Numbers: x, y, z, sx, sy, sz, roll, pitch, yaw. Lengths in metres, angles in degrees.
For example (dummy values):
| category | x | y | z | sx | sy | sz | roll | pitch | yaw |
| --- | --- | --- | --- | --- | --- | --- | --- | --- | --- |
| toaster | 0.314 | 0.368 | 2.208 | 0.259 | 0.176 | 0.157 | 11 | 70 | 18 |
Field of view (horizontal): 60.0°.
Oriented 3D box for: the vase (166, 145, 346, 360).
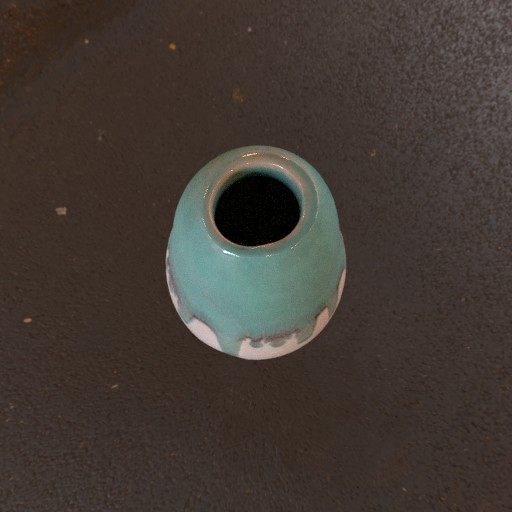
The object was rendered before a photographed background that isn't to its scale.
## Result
| category | x | y | z | sx | sy | sz | roll | pitch | yaw |
| --- | --- | --- | --- | --- | --- | --- | --- | --- | --- |
| vase | 0.000 | 0.000 | 0.256 | 0.116 | 0.179 | 0.116 | 0 | 77 | 0 |
